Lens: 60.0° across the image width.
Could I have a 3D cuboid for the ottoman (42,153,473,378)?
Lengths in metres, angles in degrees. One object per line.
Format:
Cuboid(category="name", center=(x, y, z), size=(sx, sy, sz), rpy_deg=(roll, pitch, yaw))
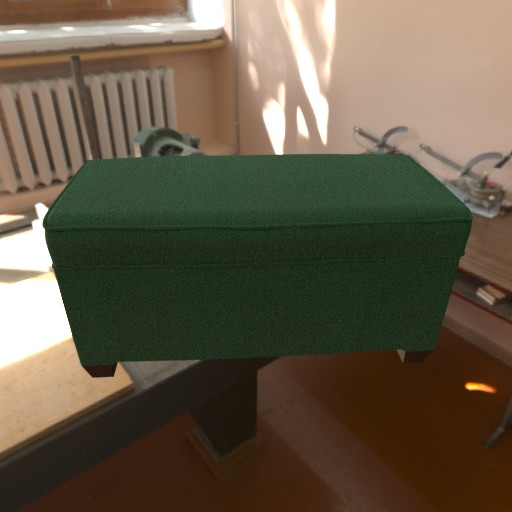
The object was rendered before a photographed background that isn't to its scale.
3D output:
Cuboid(category="ottoman", center=(0.000, 0.000, 1.234), size=(0.957, 0.471, 0.483), rpy_deg=(-2, 32, -3))
